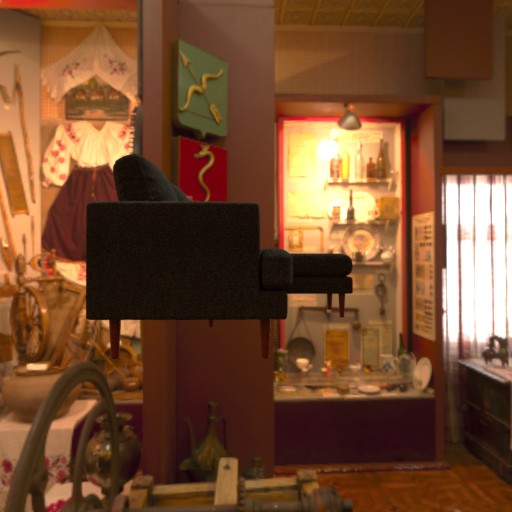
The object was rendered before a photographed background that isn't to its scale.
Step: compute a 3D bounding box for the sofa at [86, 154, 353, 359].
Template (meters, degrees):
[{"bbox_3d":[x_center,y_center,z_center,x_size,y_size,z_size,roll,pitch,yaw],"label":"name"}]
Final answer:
[{"bbox_3d":[0.000,0.000,3.016,1.504,0.956,2.233,0,0,-1],"label":"sofa"}]
